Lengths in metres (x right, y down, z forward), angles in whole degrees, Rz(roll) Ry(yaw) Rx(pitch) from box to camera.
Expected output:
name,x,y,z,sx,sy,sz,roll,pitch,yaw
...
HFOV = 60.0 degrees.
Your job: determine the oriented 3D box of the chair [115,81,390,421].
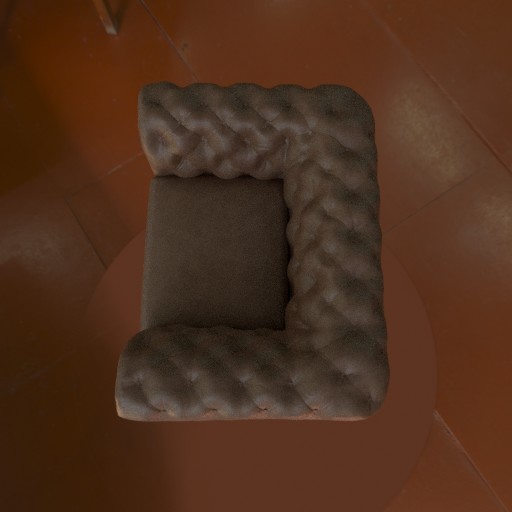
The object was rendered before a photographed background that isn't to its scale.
name,x,y,z,sx,sy,sz,roll,pitch,yaw
chair,0.000,0.000,1.921,0.954,0.784,1.298,1,77,0
